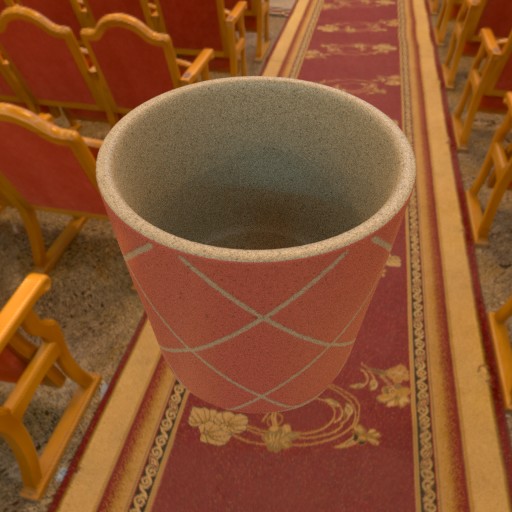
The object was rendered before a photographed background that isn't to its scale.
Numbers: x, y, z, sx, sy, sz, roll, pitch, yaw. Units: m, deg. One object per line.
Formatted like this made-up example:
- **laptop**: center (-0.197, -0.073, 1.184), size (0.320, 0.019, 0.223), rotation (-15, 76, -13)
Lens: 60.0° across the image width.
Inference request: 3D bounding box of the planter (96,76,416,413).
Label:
- **planter**: center (0.000, 0.000, 0.407), size (0.227, 0.235, 0.227), rotation (0, 47, 0)
